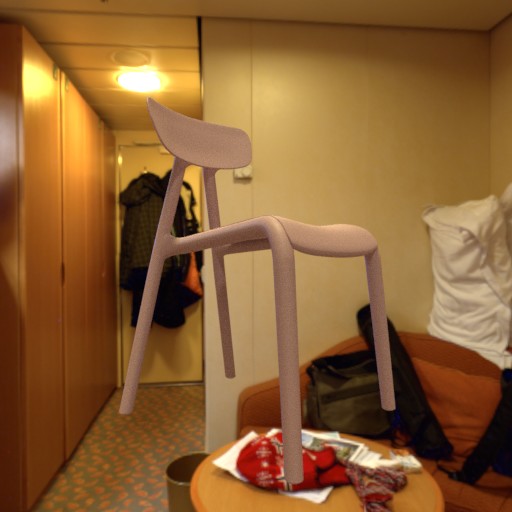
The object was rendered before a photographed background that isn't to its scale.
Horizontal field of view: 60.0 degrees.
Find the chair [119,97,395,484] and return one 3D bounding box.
[{"bbox_3d":[0.000,0.000,0.818,0.401,0.580,0.356,0,0,37],"label":"chair"}]
